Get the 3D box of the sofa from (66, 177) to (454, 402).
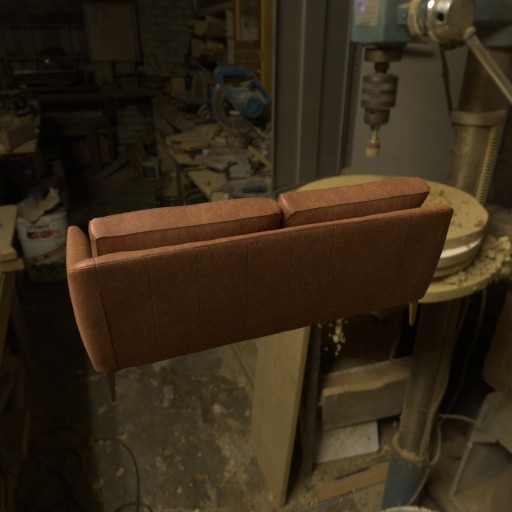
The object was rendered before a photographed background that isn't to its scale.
[{"bbox_3d":[0.000,0.000,2.589,2.036,0.945,0.981,-10,28,-19],"label":"sofa"}]
